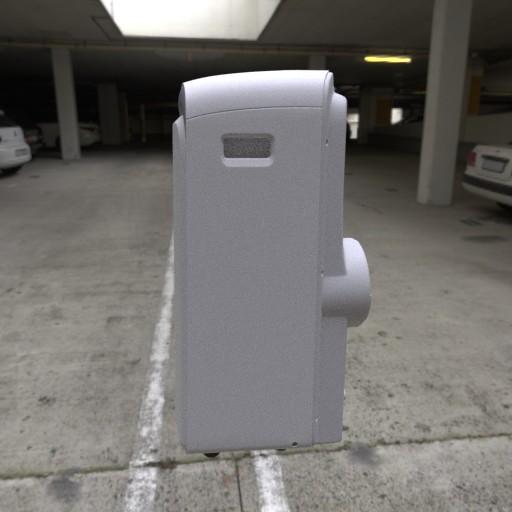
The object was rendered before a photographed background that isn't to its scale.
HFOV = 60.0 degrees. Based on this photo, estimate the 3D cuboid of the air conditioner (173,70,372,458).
[{"bbox_3d":[0.000,0.000,0.949,0.365,0.700,0.454,-2,14,-8],"label":"air conditioner"}]
